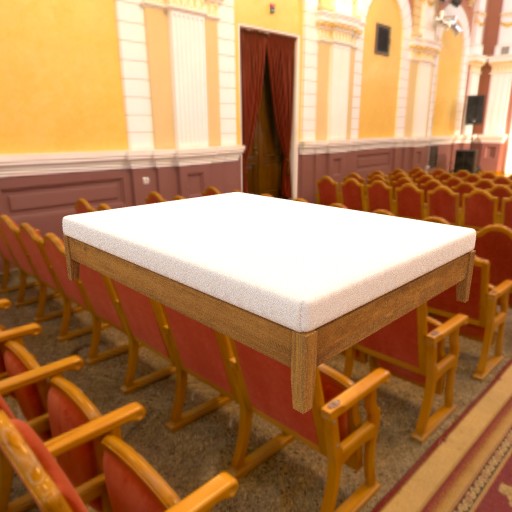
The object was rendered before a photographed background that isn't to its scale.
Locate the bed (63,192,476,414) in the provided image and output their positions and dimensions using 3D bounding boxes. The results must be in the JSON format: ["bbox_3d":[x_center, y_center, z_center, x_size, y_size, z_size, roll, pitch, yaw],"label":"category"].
[{"bbox_3d":[0.000,0.000,2.713,1.536,0.431,2.016,-16,23,-42],"label":"bed"}]
